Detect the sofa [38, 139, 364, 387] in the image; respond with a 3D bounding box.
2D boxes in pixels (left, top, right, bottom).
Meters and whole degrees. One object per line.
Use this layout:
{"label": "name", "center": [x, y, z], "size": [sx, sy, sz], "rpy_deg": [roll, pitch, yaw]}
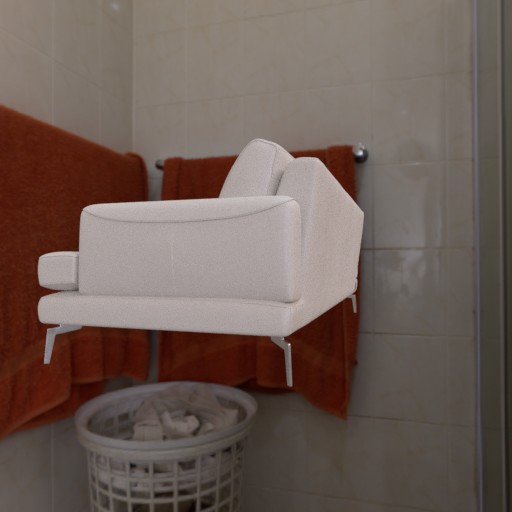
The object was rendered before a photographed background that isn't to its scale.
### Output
{"label": "sofa", "center": [0.000, 0.000, 2.290], "size": [0.974, 0.765, 1.940], "rpy_deg": [0, -1, 18]}
